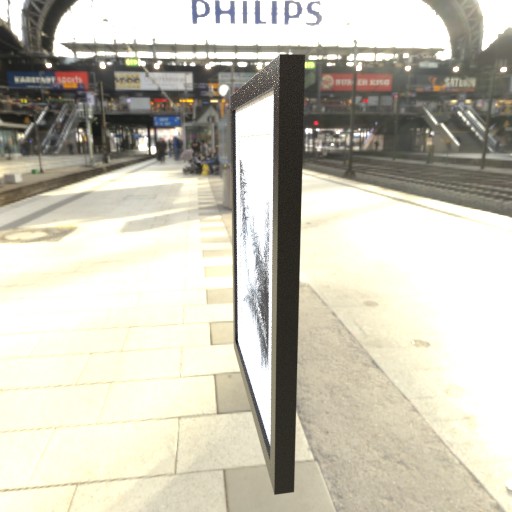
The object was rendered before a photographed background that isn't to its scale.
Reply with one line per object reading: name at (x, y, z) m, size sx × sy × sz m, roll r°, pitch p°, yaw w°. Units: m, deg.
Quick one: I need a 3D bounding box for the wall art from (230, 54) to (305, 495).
wall art at (0.000, 0.000, 0.757) m, size 0.028 × 0.557 × 0.457 m, roll -2°, pitch 15°, yaw -9°
